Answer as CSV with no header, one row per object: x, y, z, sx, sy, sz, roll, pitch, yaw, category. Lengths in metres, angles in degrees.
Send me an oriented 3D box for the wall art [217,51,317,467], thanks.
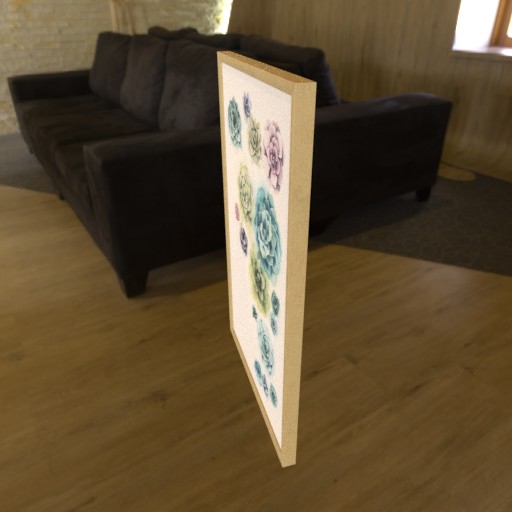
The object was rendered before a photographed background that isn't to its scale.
0.000,0.000,1.008,0.039,0.810,0.510,-8,30,-14,wall art
